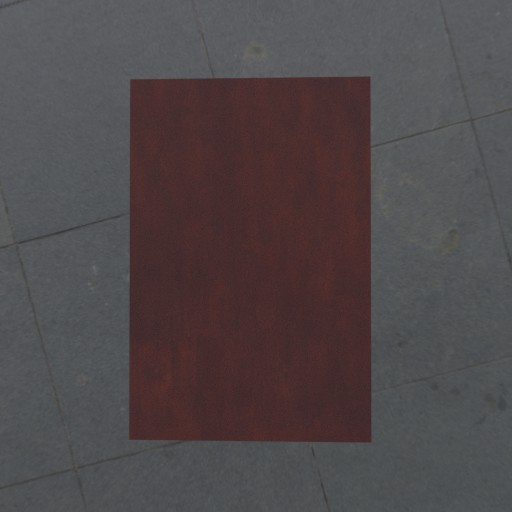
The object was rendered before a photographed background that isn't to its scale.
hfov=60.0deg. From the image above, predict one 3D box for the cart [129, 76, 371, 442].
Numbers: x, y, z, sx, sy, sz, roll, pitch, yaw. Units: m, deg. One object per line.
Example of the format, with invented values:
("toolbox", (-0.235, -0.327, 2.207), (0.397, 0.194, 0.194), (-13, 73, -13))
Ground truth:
("cart", (0.000, 0.000, 1.242), (0.442, 0.864, 0.683), (0, 89, 2))
